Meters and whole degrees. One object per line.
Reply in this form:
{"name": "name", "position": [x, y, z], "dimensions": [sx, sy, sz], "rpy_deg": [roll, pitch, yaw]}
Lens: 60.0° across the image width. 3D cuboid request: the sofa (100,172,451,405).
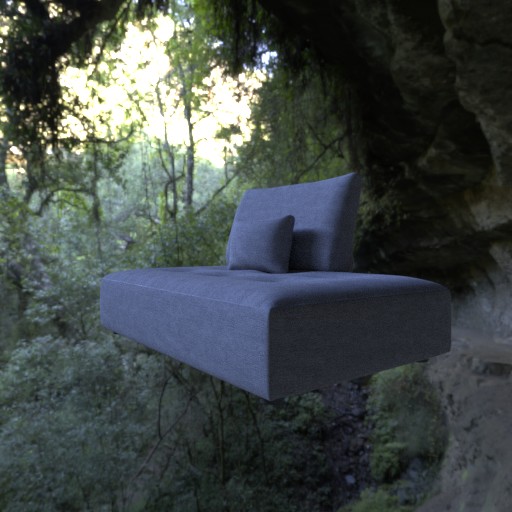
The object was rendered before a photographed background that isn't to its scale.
{"name": "sofa", "position": [0.000, 0.000, 2.058], "dimensions": [1.002, 0.820, 1.450], "rpy_deg": [-1, 2, -37]}
